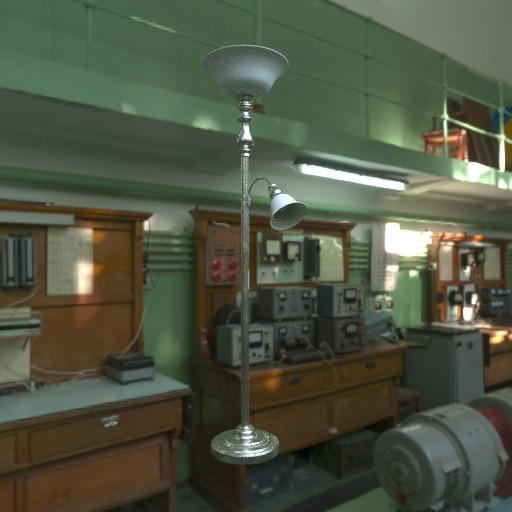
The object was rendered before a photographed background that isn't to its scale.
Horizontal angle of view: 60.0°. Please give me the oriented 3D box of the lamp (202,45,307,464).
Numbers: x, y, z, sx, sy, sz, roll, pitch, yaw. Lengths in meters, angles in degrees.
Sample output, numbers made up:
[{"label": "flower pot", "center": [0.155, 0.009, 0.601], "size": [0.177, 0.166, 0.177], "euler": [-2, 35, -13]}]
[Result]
[{"label": "lamp", "center": [0.000, 0.000, 1.998], "size": [0.405, 1.785, 0.575], "euler": [1, -1, -37]}]
